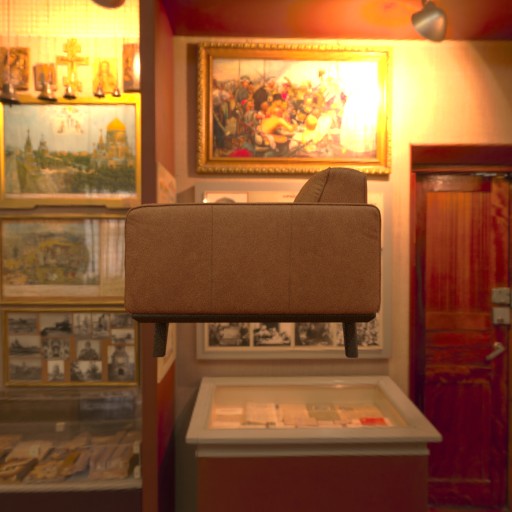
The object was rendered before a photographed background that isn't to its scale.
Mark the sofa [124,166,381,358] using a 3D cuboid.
[{"bbox_3d":[0.000,0.000,2.731,0.953,0.780,2.270,0,1,1],"label":"sofa"}]
